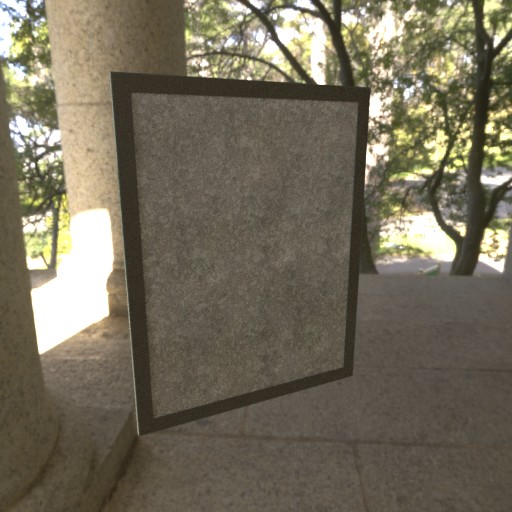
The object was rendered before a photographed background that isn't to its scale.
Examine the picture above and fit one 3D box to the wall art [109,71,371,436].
[{"bbox_3d":[0.000,0.000,1.329,0.767,0.983,0.030,-7,17,-25],"label":"wall art"}]
